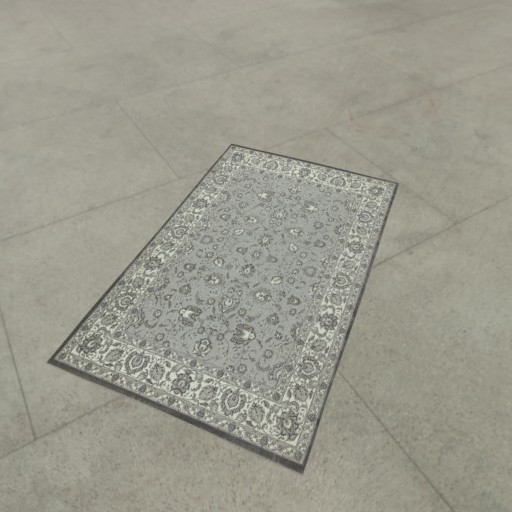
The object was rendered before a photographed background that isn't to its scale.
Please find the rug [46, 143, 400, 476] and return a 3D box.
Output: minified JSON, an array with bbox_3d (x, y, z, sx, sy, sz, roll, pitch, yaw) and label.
[{"bbox_3d":[0.000,0.000,3.042,1.524,0.011,2.438,17,49,16],"label":"rug"}]
